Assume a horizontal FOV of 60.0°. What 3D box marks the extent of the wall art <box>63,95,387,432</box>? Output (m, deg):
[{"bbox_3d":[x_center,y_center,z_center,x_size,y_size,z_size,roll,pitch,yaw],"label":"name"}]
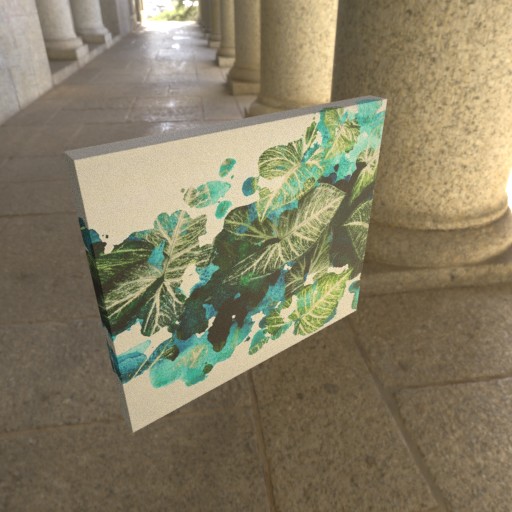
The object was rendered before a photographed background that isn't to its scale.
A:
[{"bbox_3d":[0.000,0.000,0.718,0.507,0.435,0.041,-21,37,-31],"label":"wall art"}]
